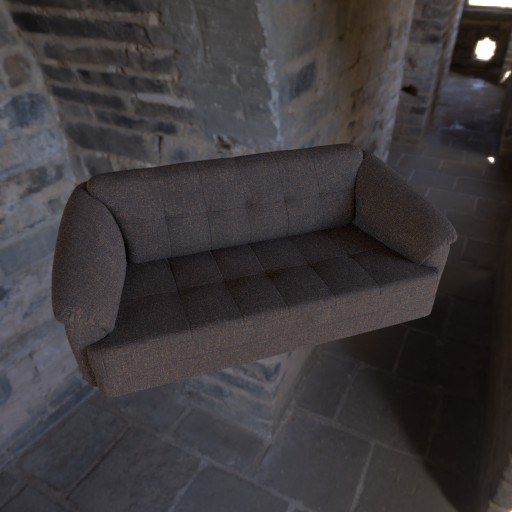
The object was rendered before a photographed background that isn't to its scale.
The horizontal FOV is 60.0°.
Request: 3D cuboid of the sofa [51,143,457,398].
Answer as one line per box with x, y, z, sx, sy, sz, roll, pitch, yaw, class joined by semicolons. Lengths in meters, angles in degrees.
0.000;0.000;2.257;1.849;0.790;0.887;-11;35;-16;sofa
